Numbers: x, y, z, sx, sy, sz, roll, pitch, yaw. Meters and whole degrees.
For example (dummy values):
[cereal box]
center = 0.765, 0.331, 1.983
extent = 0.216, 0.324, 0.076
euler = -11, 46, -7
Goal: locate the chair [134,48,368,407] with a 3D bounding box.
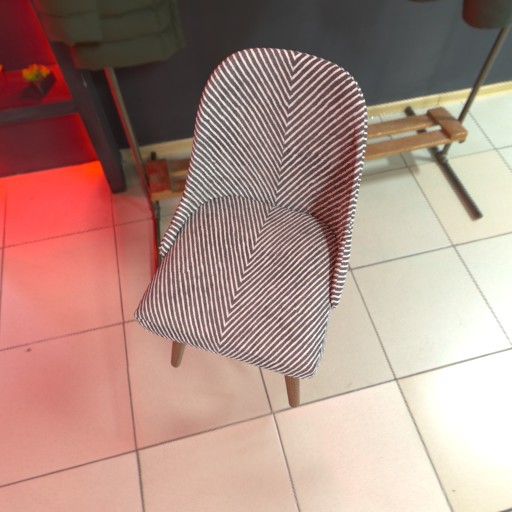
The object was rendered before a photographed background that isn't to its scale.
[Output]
[chair]
center = 0.000, 0.000, 1.239
extent = 0.504, 0.883, 0.591
euler = 16, 60, 9
